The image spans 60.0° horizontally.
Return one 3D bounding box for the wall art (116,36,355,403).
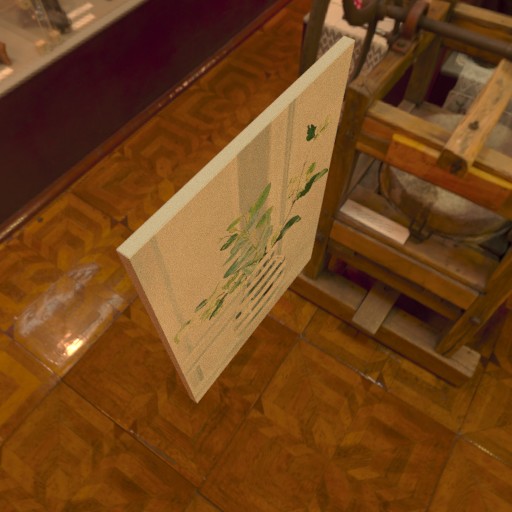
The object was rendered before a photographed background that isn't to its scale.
[{"bbox_3d":[0.000,0.000,1.605,0.038,1.212,0.914,32,64,18],"label":"wall art"}]
